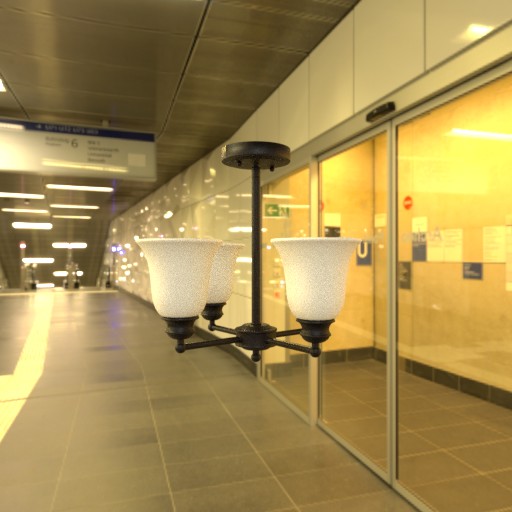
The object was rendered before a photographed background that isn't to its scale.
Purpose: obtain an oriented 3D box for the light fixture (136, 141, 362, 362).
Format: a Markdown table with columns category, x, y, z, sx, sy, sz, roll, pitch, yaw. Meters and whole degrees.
| category | x | y | z | sx | sy | sz | roll | pitch | yaw |
| --- | --- | --- | --- | --- | --- | --- | --- | --- | --- |
| light fixture | 0.000 | 0.000 | 1.935 | 1.069 | 0.925 | 1.069 | 0 | 0 | -37 |
